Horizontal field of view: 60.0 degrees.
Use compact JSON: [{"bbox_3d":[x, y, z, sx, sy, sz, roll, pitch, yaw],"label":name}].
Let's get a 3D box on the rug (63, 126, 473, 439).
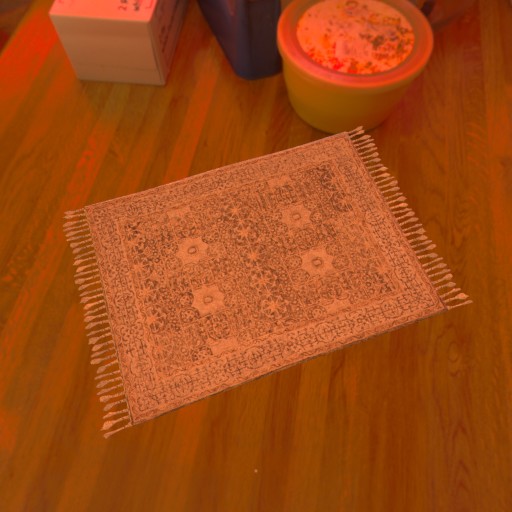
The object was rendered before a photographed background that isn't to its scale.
[{"bbox_3d":[0.000,0.000,3.062,2.465,0.023,1.619,-18,65,-8],"label":"rug"}]
